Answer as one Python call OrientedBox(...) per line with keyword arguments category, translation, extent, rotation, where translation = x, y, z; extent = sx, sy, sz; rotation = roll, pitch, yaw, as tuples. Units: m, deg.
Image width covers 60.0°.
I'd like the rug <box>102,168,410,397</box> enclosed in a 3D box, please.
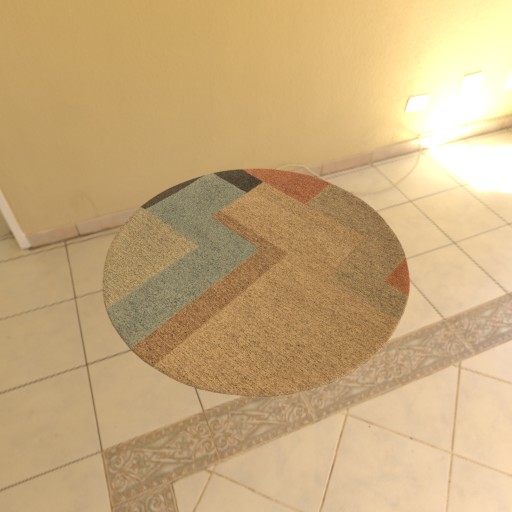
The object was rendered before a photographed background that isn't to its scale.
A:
OrientedBox(category="rug", translation=(0.000, 0.000, 3.638), extent=(2.461, 0.033, 2.461), rotation=(0, 46, 0))
